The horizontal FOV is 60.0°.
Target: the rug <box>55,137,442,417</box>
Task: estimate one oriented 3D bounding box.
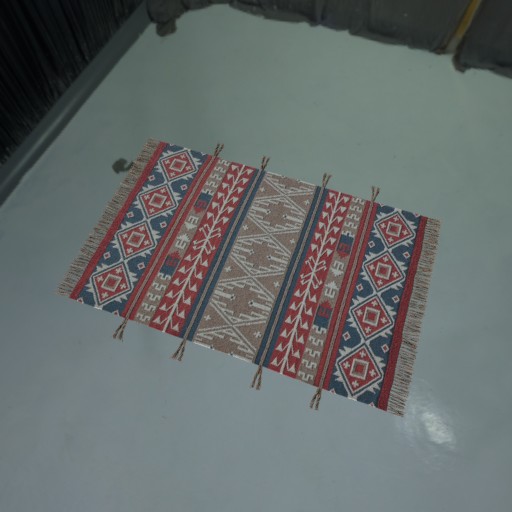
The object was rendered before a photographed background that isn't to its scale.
[{"bbox_3d":[0.000,0.000,2.629,2.025,0.040,1.469,18,64,9],"label":"rug"}]
